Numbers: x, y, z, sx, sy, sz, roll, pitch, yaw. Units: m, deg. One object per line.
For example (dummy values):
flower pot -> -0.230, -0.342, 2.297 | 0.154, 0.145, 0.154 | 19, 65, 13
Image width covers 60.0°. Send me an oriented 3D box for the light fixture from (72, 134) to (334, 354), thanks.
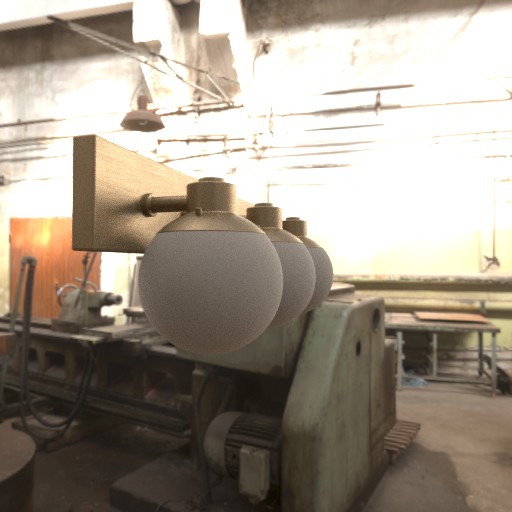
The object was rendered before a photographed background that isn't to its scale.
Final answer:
light fixture -> 0.000, 0.000, 0.818 | 0.218, 0.263, 0.721 | 0, -1, 17
